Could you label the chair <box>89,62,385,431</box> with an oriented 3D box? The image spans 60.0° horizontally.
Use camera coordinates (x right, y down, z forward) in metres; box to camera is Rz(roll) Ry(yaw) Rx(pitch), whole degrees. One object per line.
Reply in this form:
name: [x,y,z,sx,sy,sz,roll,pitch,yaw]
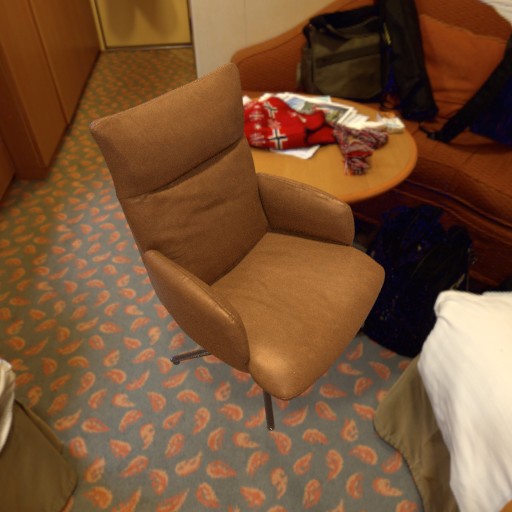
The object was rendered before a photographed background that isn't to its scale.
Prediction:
chair: [0.000,0.000,1.546,0.794,1.027,0.711,26,48,26]
